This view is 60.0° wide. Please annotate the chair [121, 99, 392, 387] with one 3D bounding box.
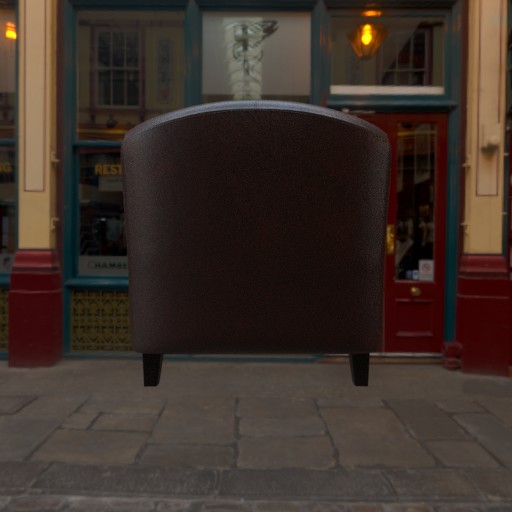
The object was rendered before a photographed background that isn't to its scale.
[{"bbox_3d":[0.000,0.000,1.406,0.792,0.756,0.727,0,0,0],"label":"chair"}]
